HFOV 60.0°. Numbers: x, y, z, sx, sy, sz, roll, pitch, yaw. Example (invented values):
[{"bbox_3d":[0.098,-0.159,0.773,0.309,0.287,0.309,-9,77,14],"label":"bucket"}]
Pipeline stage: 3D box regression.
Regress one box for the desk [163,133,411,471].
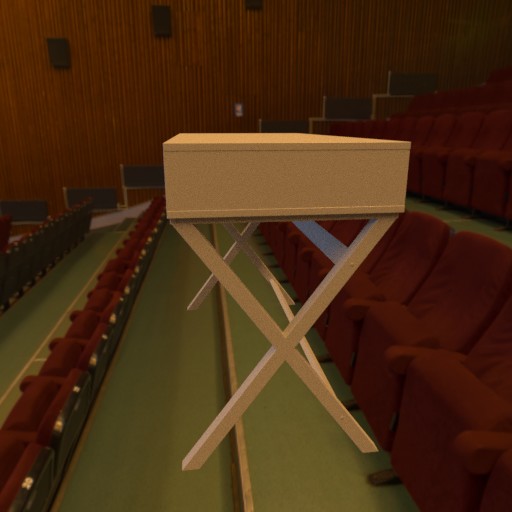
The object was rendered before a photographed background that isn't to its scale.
[{"bbox_3d":[0.000,0.000,1.497,0.509,0.780,1.059,-2,17,-7],"label":"desk"}]
